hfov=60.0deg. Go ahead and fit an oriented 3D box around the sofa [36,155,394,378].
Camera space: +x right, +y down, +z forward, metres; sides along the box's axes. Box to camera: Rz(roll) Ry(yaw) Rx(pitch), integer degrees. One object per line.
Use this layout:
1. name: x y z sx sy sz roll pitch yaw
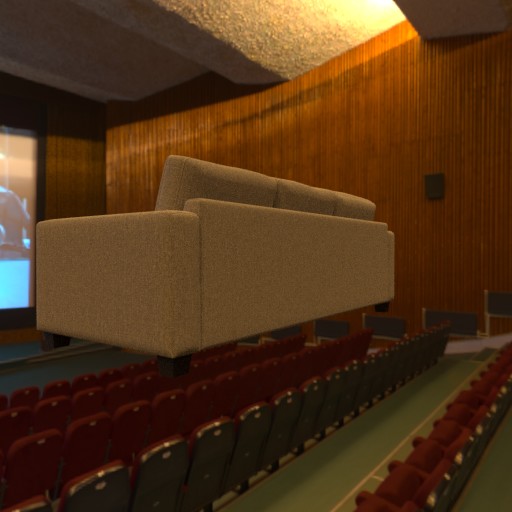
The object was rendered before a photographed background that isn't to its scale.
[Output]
1. sofa: 0.000 0.000 2.554 0.900 0.800 2.120 1 1 37
